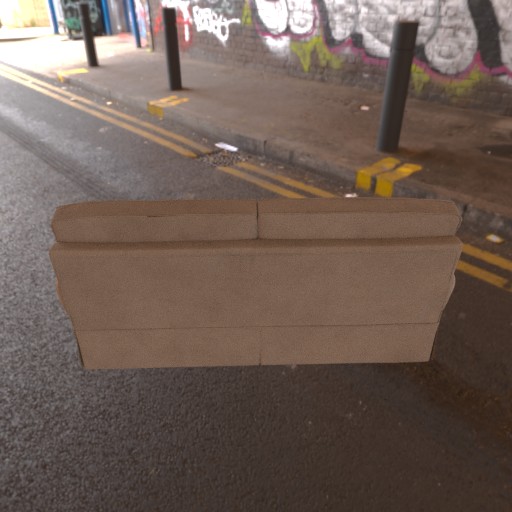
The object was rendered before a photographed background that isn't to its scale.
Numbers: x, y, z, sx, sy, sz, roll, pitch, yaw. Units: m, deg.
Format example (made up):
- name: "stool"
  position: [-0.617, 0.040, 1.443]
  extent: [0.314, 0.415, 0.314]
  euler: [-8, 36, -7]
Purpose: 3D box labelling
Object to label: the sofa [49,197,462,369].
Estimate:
- name: "sofa"
  position: [0.000, 0.000, 2.775]
  extent: [2.246, 1.014, 0.900]
  euler: [-1, 31, -2]
